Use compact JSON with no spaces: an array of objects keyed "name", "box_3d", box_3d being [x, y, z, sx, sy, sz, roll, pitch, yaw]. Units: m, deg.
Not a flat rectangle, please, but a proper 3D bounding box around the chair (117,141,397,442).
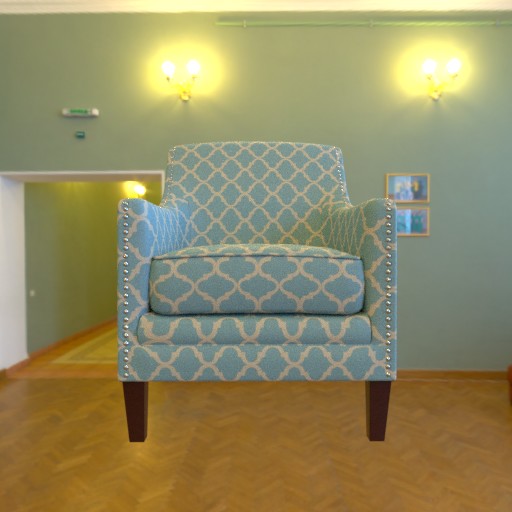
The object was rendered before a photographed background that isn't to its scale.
[{"name":"chair","box_3d":[0.000,0.000,1.301,0.617,0.817,0.686,0,1,0]}]
